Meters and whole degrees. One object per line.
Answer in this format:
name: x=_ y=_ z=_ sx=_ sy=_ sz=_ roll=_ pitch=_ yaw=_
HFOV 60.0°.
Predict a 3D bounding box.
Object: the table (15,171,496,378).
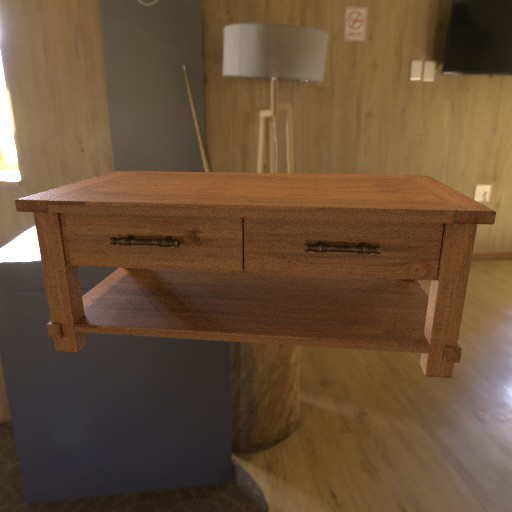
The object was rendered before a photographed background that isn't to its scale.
table: x=0.000 y=0.000 z=1.552 sx=1.270 sy=0.494 sz=0.693 roll=2 pitch=18 yaw=7
